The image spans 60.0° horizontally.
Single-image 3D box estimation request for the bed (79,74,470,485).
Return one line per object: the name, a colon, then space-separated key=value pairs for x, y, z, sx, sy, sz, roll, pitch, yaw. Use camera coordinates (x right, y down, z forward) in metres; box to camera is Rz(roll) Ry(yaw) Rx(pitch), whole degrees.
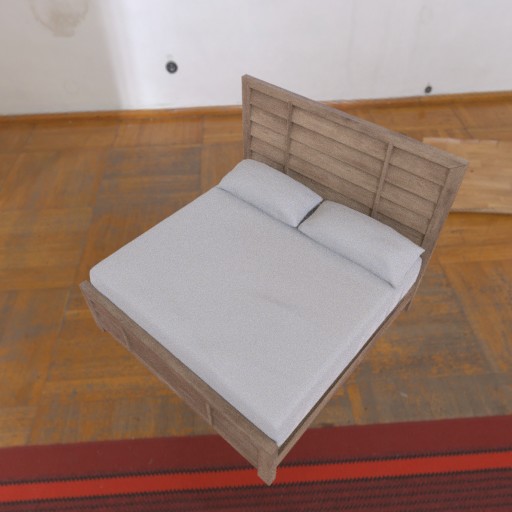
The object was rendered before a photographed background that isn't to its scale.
bed: x=0.000 y=0.000 z=3.491 sx=2.032 sy=1.626 sz=2.062 roll=32 pitch=54 yaw=27
